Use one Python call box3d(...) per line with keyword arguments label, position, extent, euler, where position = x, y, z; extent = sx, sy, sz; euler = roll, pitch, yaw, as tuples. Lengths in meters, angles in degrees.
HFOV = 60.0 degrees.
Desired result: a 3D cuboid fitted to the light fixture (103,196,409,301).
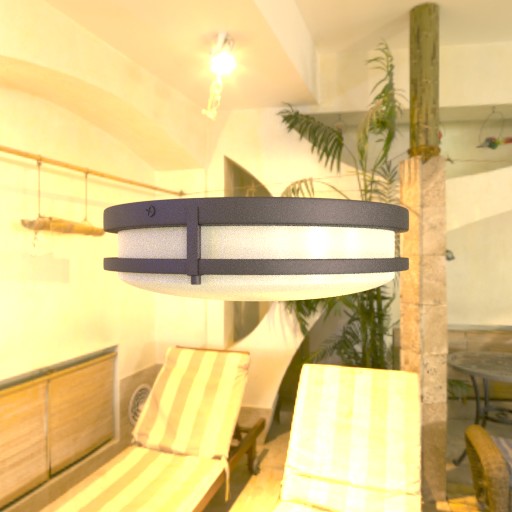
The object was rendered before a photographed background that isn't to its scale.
box3d(label="light fixture", position=(0.000, 0.000, 0.543), extent=(0.356, 0.102, 0.356), euler=(0, 0, 0))
